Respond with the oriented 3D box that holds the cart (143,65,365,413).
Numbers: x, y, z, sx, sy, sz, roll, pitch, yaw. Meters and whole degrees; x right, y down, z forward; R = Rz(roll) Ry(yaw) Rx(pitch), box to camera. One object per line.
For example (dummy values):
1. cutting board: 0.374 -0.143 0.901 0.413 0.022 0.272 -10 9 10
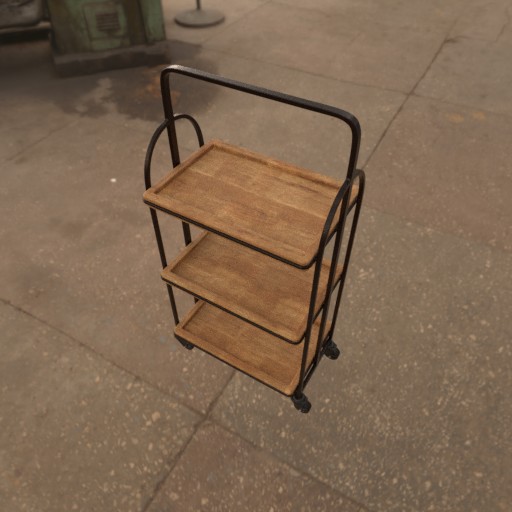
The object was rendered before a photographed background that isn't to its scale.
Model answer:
1. cart: 0.000 0.000 1.281 0.553 1.001 0.327 23 50 21
